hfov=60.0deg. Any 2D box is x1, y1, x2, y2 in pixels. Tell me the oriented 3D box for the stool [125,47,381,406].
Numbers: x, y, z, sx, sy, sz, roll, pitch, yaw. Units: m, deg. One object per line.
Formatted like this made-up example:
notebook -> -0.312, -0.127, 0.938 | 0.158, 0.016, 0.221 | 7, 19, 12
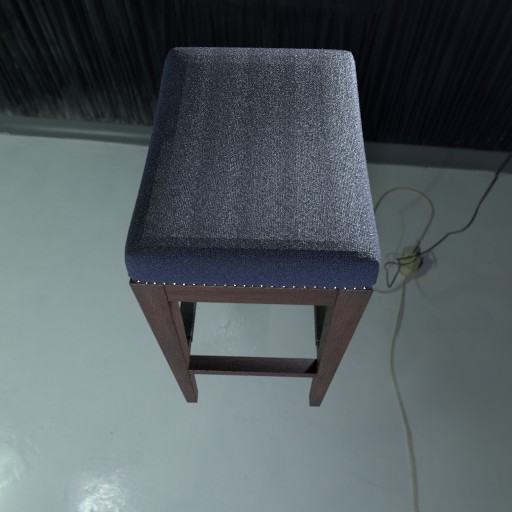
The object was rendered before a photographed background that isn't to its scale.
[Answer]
stool -> 0.000, 0.000, 1.013 | 0.358, 0.740, 0.498 | 1, 59, 1
